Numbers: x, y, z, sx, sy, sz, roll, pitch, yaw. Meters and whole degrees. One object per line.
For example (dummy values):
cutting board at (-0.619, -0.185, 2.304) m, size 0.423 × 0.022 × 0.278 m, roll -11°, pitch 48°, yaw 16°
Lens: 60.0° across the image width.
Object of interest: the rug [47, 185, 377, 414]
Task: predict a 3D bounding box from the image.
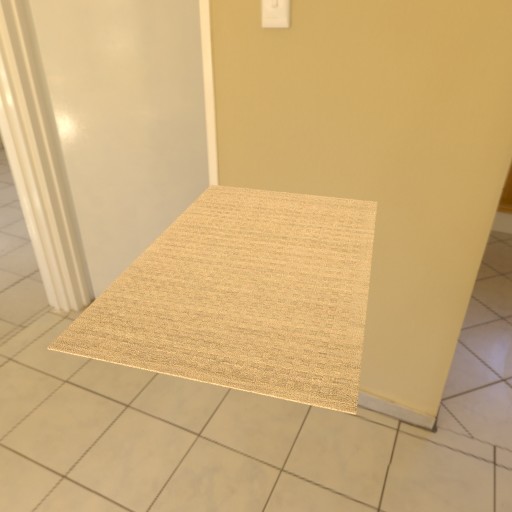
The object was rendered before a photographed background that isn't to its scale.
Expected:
rug at (0.000, 0.000, 2.262) m, size 1.142 × 0.006 × 1.752 m, roll 8°, pitch 31°, yaw 13°
